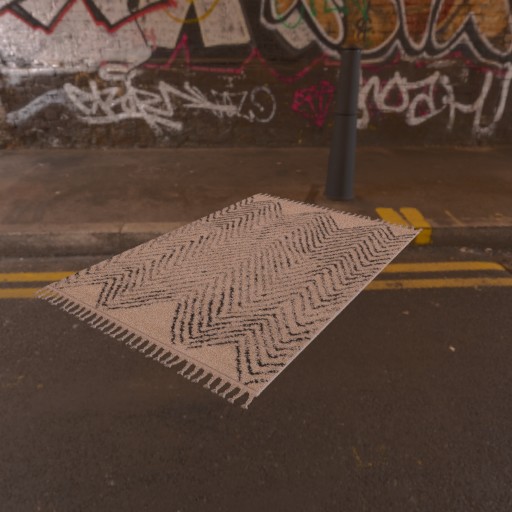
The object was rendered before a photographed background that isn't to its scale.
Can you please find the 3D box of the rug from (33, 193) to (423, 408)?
[{"bbox_3d":[0.000,0.000,2.379,1.230,0.014,1.847,17,31,32],"label":"rug"}]
